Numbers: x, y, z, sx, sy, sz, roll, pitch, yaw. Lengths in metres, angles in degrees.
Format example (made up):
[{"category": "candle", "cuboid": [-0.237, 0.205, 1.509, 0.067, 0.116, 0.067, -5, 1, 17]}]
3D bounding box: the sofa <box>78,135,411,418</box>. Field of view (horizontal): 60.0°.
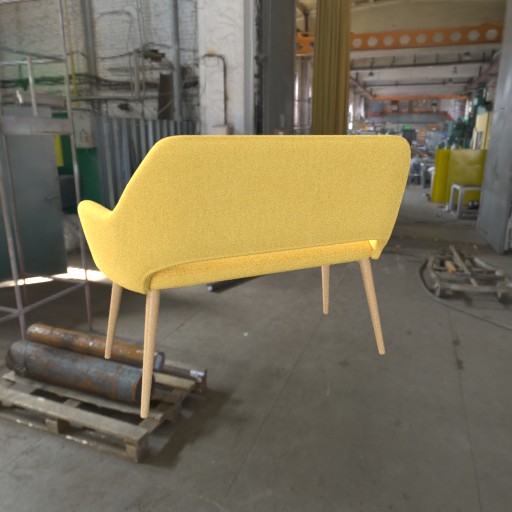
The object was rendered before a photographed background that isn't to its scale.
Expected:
[{"category": "sofa", "cuboid": [0.000, 0.000, 1.596, 1.150, 0.840, 0.610, -7, 17, -25]}]
